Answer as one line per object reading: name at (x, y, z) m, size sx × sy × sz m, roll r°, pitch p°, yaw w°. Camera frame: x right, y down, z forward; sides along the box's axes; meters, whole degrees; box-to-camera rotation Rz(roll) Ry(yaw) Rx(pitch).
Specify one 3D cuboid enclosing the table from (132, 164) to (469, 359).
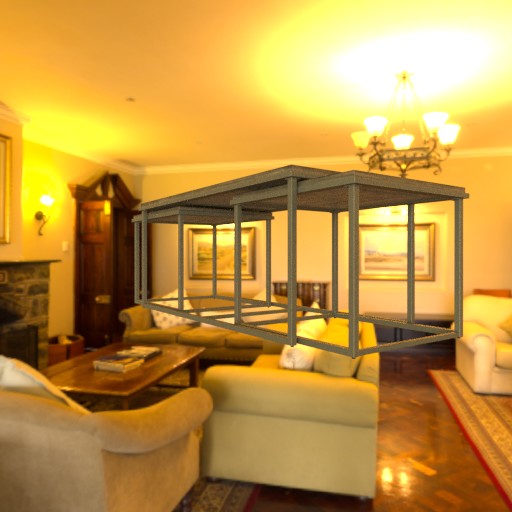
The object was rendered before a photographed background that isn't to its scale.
table at (0.000, 0.000, 1.562) m, size 0.489 × 0.427 × 1.312 m, roll 0°, pitch 0°, yaw -35°
